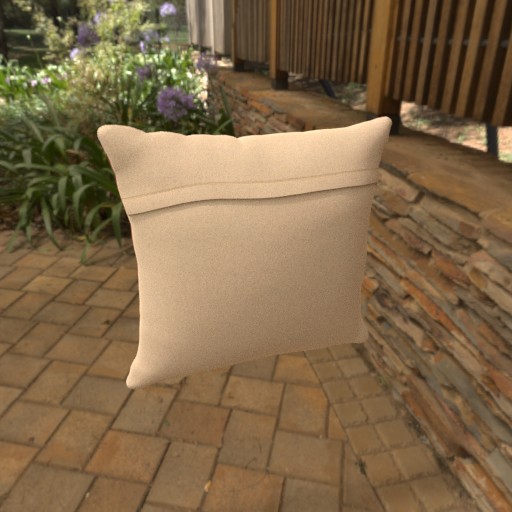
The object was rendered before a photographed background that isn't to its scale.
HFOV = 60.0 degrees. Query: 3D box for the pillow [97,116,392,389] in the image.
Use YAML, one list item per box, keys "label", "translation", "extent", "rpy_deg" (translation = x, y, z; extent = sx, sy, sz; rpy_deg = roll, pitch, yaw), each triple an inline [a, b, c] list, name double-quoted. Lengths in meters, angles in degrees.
- label: "pillow"
  translation: [0.000, 0.000, 0.841]
  extent: [0.536, 0.506, 0.229]
  rpy_deg: [-8, 27, -16]
